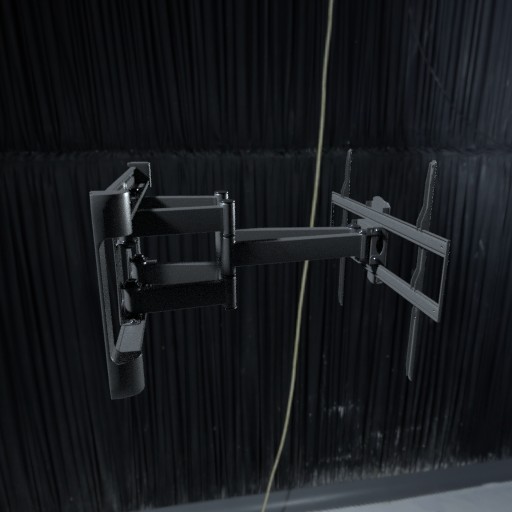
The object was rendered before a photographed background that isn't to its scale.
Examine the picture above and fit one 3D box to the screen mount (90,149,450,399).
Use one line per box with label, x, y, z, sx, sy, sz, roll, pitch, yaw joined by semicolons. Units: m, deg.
screen mount;0.000;0.000;1.102;0.644;0.491;0.661;-3;17;-9
